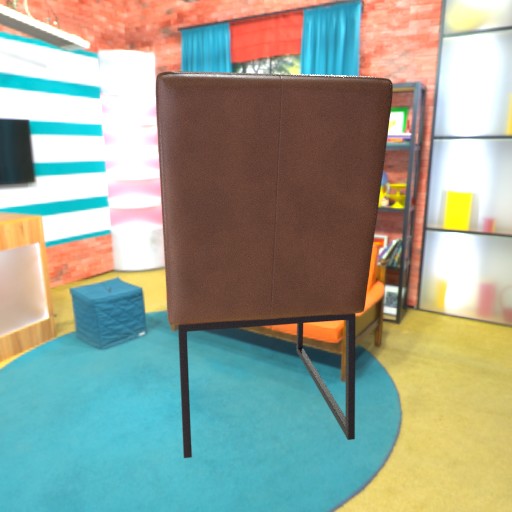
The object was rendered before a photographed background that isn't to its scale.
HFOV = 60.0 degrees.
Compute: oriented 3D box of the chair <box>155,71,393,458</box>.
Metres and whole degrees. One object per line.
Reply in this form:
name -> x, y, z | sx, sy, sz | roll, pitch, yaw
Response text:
chair -> 0.000, 0.000, 1.312 | 0.520, 0.930, 0.634 | -2, 14, -9
